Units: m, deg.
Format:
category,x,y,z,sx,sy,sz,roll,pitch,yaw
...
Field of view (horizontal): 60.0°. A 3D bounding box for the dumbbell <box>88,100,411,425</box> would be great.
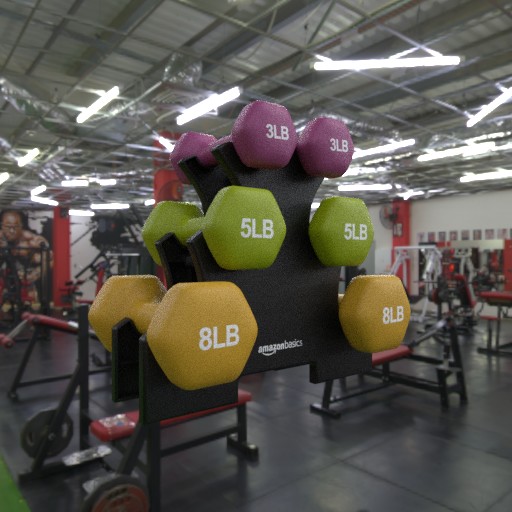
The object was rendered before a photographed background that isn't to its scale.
category,x,y,z,sx,sy,sz,roll,pitch,yaw
dumbbell,0.000,0.000,0.468,0.300,0.271,0.190,0,0,-36
